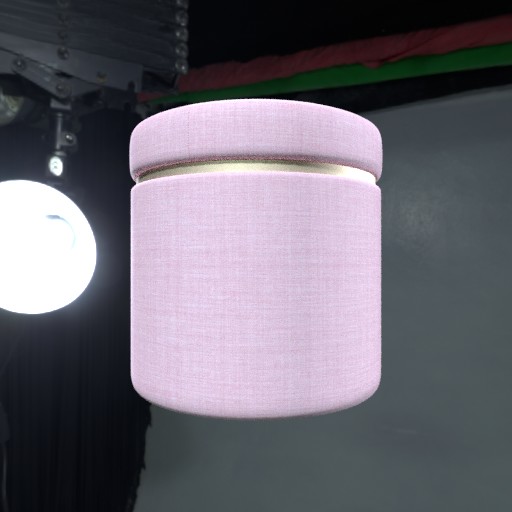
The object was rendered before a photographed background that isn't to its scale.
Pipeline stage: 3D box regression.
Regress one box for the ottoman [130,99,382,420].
[{"bbox_3d":[0.000,0.000,0.729,0.400,0.406,0.400,0,0,0],"label":"ottoman"}]
